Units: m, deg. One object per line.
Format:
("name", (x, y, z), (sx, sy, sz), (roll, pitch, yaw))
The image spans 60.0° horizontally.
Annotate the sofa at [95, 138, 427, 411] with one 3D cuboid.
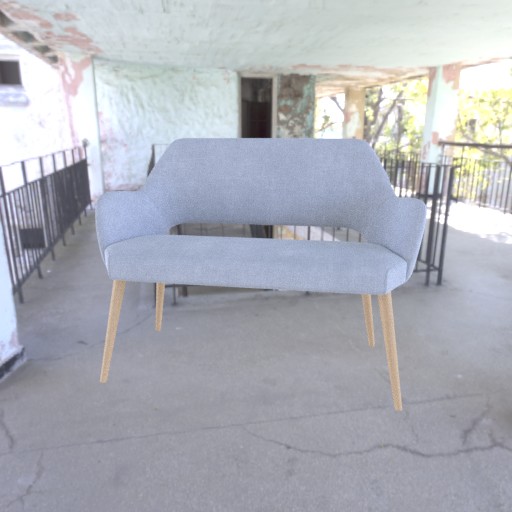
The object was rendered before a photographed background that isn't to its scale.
("sofa", (0.000, 0.000, 1.653), (1.150, 0.840, 0.610), (3, 16, 9))
